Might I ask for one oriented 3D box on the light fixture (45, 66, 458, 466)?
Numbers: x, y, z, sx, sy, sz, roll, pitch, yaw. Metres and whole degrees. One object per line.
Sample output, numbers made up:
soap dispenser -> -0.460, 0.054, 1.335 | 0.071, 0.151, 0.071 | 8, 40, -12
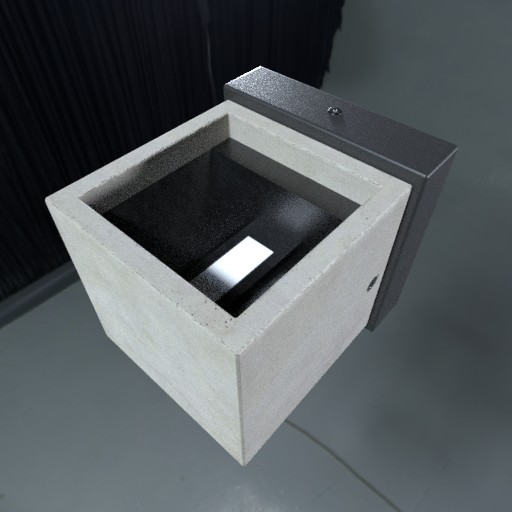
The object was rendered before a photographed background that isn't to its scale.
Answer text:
light fixture -> 0.000, 0.000, 0.236 | 0.121, 0.121, 0.143 | 33, 56, 27
